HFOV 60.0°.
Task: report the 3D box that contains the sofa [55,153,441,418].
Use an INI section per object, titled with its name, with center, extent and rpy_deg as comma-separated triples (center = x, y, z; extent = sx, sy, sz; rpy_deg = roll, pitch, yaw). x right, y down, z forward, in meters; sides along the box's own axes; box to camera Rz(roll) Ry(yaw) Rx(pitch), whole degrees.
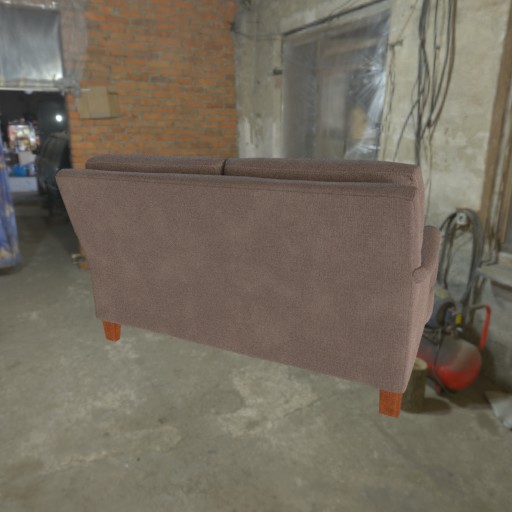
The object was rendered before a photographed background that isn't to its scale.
[sofa]
center = 0.000, 0.000, 2.456
extent = 1.853, 1.101, 1.084
rpy_deg = 8, 17, 26
